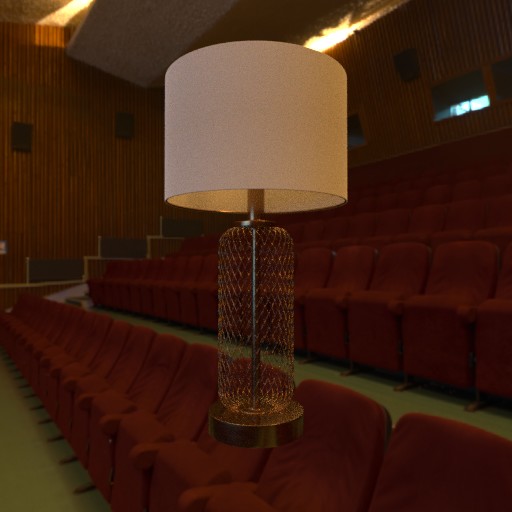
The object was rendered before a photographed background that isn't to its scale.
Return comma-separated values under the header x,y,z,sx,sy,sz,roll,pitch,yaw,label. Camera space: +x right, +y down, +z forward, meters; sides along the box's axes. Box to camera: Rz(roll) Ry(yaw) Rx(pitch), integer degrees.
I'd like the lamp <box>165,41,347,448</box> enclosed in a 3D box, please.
x,y,z,sx,sy,sz,roll,pitch,yaw,label
0.000,0.000,0.623,0.252,0.483,0.252,1,-1,-35,lamp
